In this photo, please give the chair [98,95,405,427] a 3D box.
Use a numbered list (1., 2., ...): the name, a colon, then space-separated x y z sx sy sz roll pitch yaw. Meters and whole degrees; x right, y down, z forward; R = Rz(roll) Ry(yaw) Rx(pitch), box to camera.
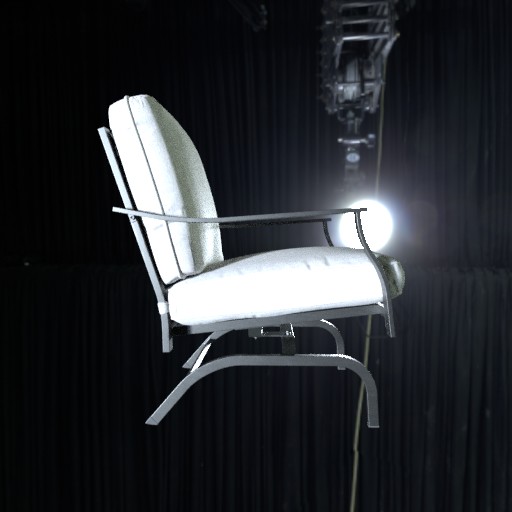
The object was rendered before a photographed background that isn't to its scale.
1. chair: 0.000 0.000 1.390 0.787 0.860 0.650 0 2 2
